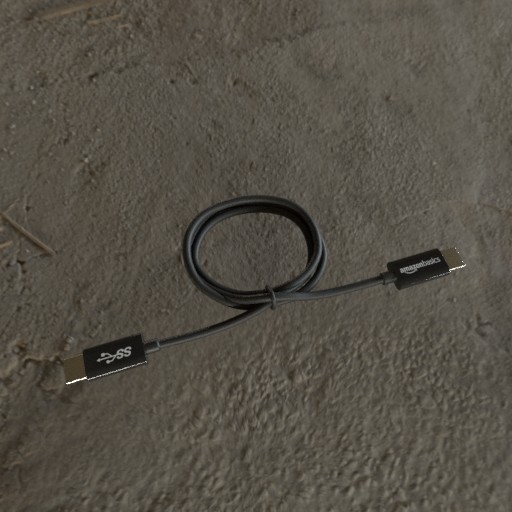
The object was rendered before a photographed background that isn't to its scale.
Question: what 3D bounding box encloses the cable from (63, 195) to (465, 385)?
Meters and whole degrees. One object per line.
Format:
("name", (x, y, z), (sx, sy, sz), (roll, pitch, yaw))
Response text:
("cable", (0.000, 0.000, 0.209), (0.186, 0.014, 0.070), (-16, 65, -8))
